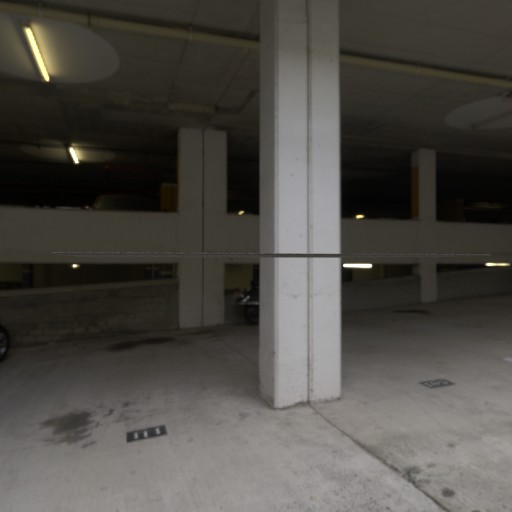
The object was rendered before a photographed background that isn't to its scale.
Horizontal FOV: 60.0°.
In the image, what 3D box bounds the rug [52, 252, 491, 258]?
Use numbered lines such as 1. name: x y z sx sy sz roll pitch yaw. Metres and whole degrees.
1. rug: 0.000 0.000 2.880 2.235 0.008 1.600 0 -1 -18
